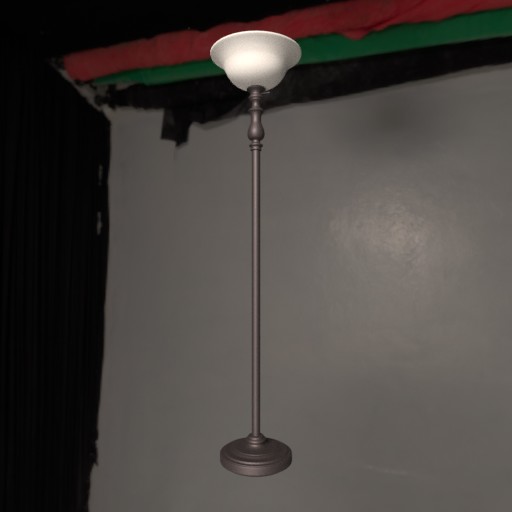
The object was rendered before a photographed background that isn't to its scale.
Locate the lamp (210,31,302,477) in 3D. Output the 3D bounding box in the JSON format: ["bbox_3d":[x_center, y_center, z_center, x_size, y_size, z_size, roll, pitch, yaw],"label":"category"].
[{"bbox_3d":[0.000,0.000,1.956,0.405,1.797,0.405,0,-2,17],"label":"lamp"}]
